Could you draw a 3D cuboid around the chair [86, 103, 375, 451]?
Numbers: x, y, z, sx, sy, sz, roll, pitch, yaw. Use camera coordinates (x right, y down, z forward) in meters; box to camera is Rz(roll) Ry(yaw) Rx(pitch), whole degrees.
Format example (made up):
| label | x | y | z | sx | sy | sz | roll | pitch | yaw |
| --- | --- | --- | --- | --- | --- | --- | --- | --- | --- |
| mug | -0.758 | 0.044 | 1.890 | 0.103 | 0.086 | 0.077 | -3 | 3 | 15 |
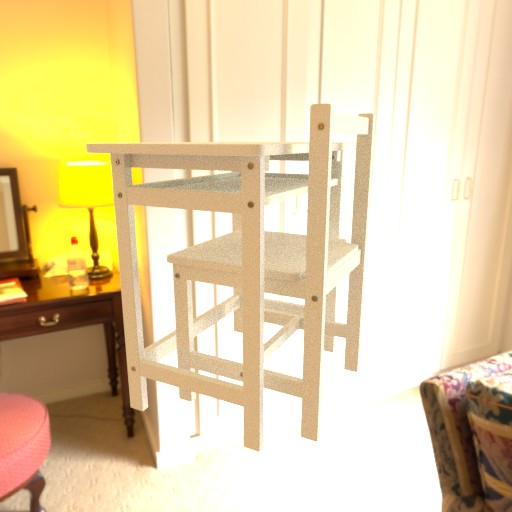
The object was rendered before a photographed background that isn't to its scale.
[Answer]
| label | x | y | z | sx | sy | sz | roll | pitch | yaw |
| --- | --- | --- | --- | --- | --- | --- | --- | --- | --- |
| chair | 0.000 | 0.000 | 1.090 | 0.461 | 0.673 | 0.599 | 7 | 16 | 26 |
